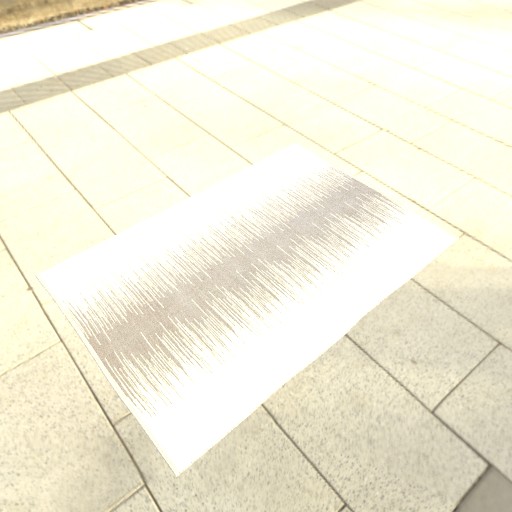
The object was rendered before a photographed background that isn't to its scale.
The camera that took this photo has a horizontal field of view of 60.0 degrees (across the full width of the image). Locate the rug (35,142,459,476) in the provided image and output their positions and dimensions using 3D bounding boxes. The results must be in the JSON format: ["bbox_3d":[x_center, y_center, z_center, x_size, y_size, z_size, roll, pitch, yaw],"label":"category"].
[{"bbox_3d":[0.000,0.000,2.267,1.815,0.007,1.226,-32,55,-27],"label":"rug"}]
